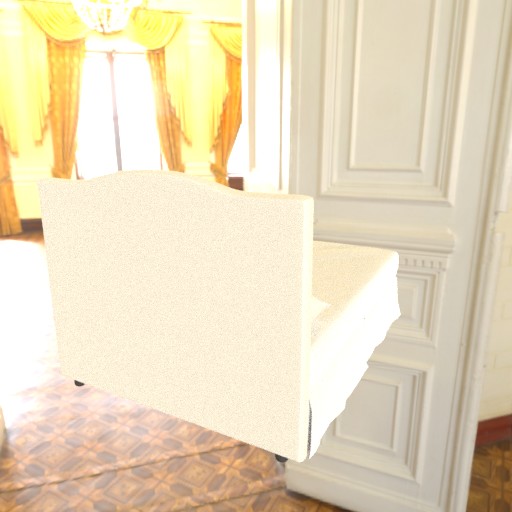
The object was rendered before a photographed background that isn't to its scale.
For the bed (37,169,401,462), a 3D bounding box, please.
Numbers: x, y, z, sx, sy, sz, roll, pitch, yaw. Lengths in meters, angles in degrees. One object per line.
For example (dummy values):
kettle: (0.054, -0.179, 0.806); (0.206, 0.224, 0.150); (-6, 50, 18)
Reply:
bed: (0.000, 0.000, 3.337); (1.821, 1.436, 2.282); (8, 18, 27)
